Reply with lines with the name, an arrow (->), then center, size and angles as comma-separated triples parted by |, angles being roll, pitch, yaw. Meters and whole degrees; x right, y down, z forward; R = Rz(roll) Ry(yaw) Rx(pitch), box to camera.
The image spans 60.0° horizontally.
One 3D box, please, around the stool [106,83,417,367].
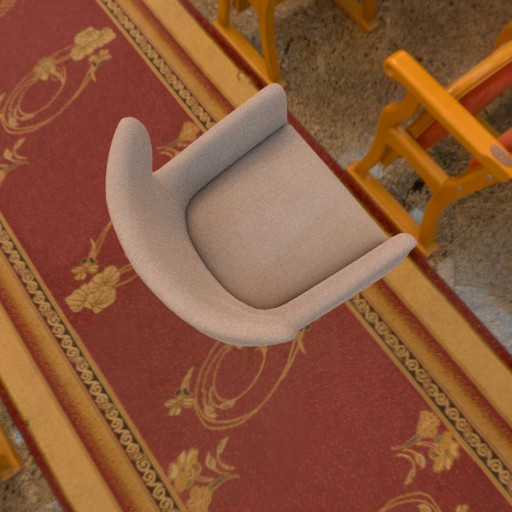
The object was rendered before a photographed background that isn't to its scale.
stool -> 0.000, 0.000, 1.367 | 0.575, 1.047, 0.575 | -35, 77, -9
